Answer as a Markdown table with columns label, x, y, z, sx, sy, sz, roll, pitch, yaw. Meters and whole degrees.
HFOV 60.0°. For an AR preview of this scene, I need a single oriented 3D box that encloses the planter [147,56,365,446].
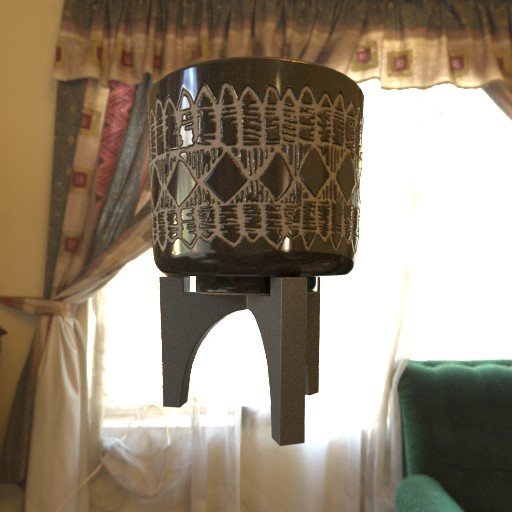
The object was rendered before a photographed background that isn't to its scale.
| label | x | y | z | sx | sy | sz | roll | pitch | yaw |
| --- | --- | --- | --- | --- | --- | --- | --- | --- | --- |
| planter | 0.000 | 0.000 | 0.517 | 0.251 | 0.355 | 0.251 | 1 | -2 | -18 |
